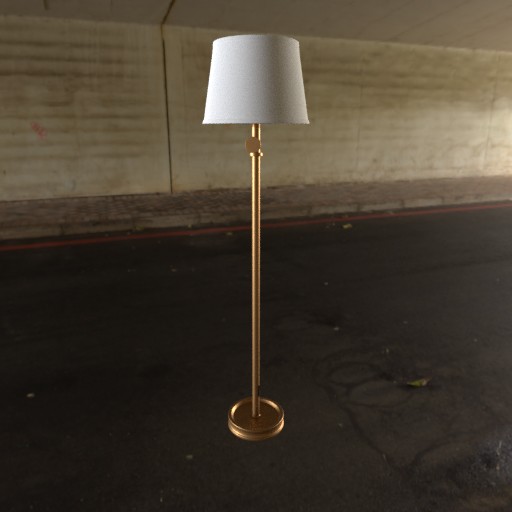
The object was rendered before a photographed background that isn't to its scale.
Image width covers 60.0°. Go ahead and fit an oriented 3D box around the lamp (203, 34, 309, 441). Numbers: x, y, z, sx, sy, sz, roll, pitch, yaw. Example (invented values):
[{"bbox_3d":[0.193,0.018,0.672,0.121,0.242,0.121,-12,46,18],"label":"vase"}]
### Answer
[{"bbox_3d":[0.000,0.000,0.809,0.178,0.710,0.178,0,16,0],"label":"lamp"}]
